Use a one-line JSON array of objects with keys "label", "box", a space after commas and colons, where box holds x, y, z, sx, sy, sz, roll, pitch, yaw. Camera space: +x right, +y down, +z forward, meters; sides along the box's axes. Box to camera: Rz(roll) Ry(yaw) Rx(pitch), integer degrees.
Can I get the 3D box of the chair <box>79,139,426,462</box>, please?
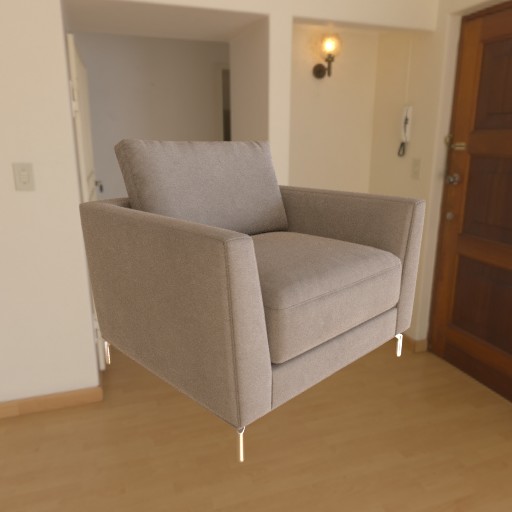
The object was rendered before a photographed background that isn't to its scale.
[{"label": "chair", "box": [0.000, 0.000, 1.693, 1.041, 0.864, 0.889, -14, 20, -43]}]
